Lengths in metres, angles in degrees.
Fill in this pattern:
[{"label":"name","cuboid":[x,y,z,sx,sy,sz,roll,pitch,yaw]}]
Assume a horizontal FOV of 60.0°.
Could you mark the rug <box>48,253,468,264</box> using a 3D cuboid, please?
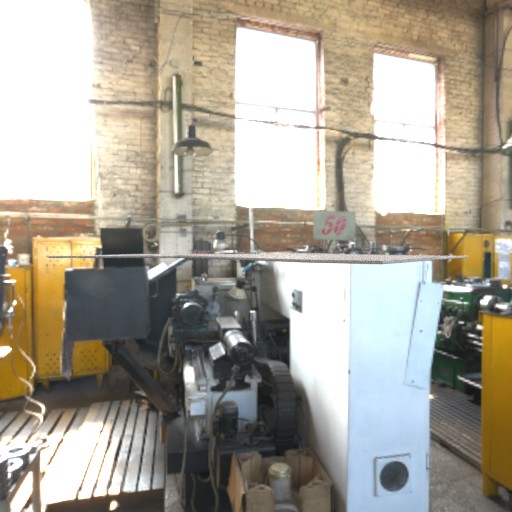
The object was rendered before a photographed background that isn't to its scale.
[{"label":"rug","cuboid":[0.000,0.000,2.943,2.307,0.030,1.604,1,1,36]}]
